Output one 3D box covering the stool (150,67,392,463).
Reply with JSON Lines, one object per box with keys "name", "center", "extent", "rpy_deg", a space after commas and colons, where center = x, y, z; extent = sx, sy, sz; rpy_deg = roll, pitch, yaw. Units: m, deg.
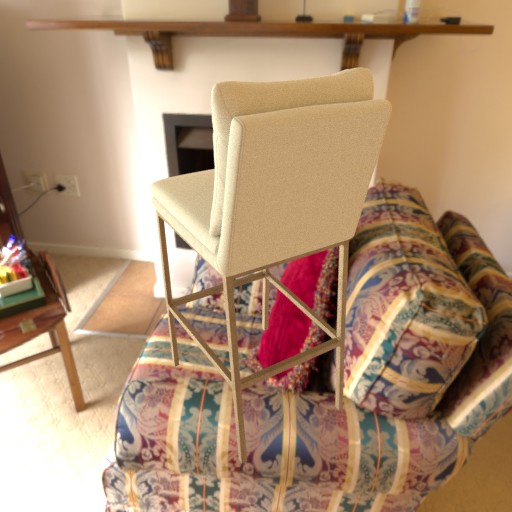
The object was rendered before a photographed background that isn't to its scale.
{"name": "stool", "center": [0.000, 0.000, 1.414], "extent": [0.463, 1.125, 0.572], "rpy_deg": [-17, 34, -27]}
